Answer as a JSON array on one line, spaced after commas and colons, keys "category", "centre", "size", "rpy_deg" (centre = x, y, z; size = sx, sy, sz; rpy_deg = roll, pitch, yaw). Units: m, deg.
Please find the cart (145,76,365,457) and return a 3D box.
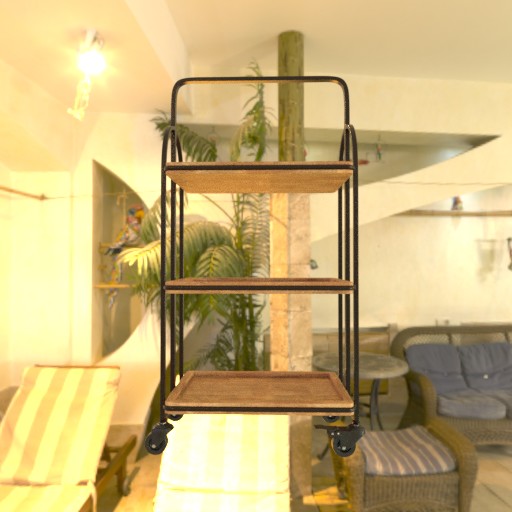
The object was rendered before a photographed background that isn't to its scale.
[{"category": "cart", "centre": [0.000, 0.000, 1.240], "size": [0.553, 1.001, 0.327], "rpy_deg": [0, -1, 1]}]
